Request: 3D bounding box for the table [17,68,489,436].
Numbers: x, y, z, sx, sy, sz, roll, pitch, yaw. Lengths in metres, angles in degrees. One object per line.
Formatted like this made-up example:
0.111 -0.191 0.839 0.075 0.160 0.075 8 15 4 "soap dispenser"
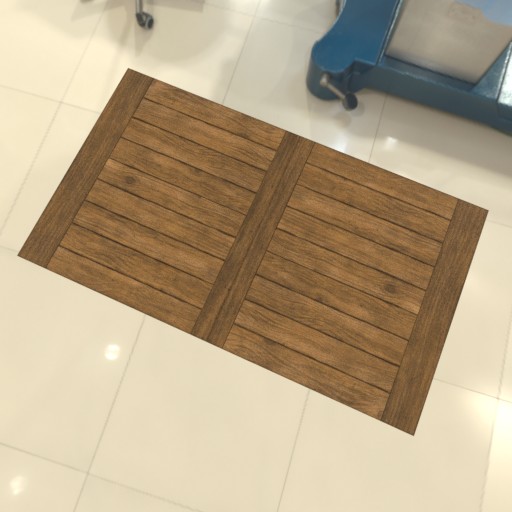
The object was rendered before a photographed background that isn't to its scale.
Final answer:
0.000 0.000 2.131 1.641 0.757 0.931 23 77 6 "table"
